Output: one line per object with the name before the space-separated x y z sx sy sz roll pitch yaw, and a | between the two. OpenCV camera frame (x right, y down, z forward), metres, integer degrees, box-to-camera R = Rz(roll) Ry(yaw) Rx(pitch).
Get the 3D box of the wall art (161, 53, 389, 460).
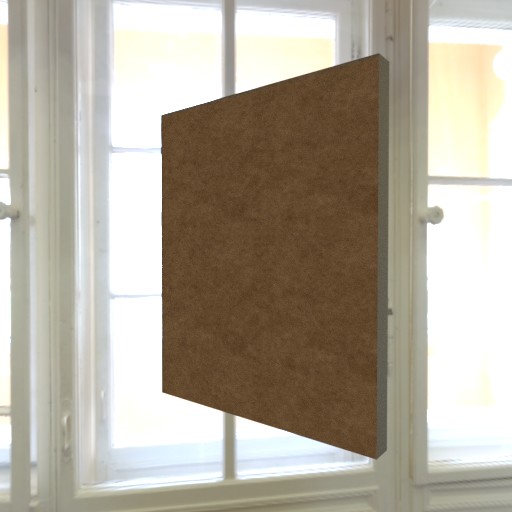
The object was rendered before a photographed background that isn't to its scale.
wall art | 0.000 0.000 0.759 0.453 0.554 0.037 1 2 38
